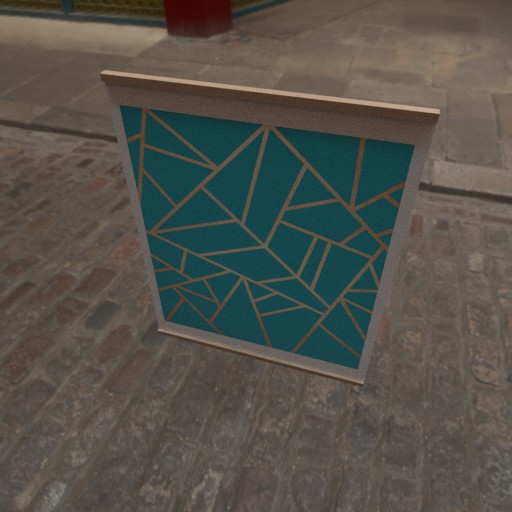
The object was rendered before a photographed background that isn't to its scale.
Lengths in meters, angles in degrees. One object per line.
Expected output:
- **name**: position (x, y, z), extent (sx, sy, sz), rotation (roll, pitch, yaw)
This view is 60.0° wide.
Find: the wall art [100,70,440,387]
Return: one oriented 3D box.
- **wall art**: position (0.000, 0.000, 0.678), extent (0.405, 0.508, 0.012), rotation (12, 42, 13)
